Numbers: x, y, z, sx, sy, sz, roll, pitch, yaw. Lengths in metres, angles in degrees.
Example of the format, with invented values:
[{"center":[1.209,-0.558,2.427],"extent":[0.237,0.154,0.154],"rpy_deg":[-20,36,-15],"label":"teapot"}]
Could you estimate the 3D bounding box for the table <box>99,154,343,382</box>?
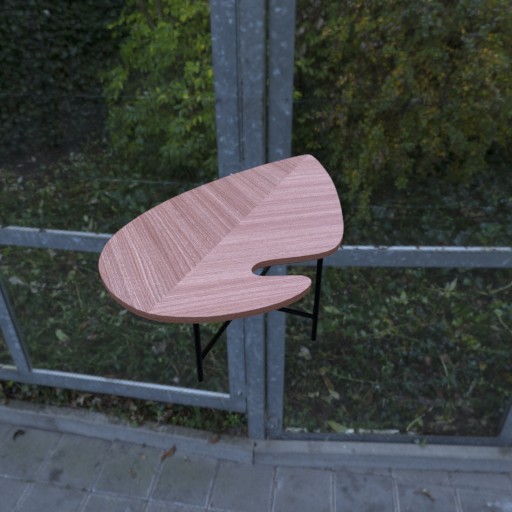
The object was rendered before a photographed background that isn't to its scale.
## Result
[{"center":[0.000,0.000,1.488],"extent":[0.598,0.360,1.199],"rpy_deg":[11,31,19],"label":"table"}]
